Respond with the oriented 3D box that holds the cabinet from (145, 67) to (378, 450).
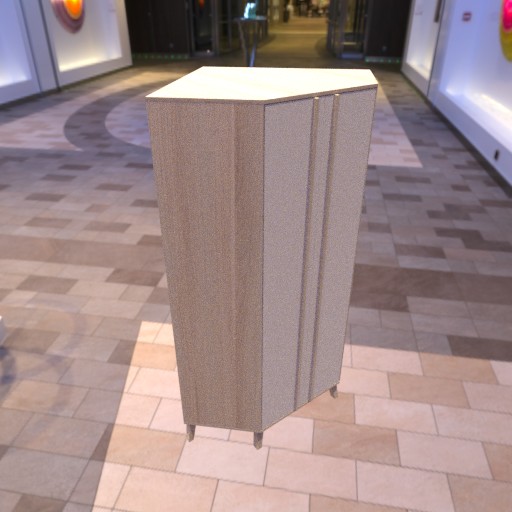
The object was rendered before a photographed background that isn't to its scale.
[{"bbox_3d":[0.000,0.000,2.590,1.272,1.957,0.969,-21,36,-31],"label":"cabinet"}]
